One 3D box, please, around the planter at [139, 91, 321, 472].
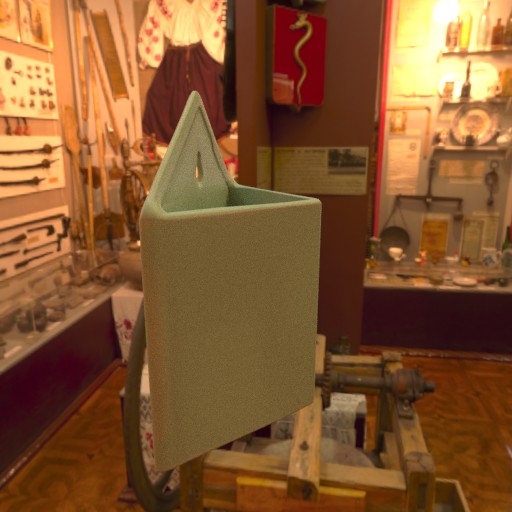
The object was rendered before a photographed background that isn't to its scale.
[{"bbox_3d":[0.000,0.000,0.279,0.079,0.197,0.164,3,15,11],"label":"planter"}]
